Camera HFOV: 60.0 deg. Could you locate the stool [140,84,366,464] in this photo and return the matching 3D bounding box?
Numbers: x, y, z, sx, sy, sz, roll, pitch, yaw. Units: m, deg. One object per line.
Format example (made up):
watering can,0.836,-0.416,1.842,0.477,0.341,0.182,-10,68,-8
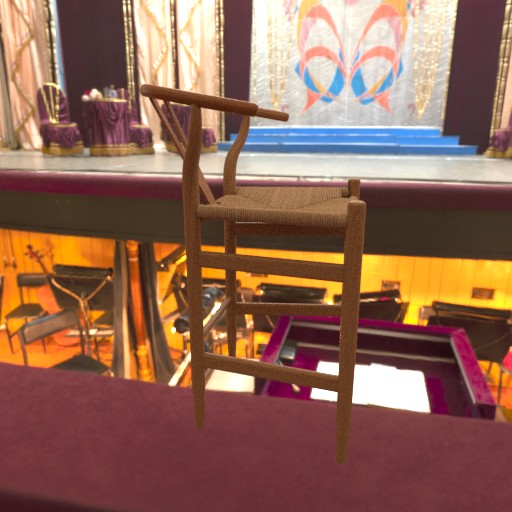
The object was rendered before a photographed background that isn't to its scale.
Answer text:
stool,0.000,0.000,1.278,0.575,0.923,0.536,3,16,11
